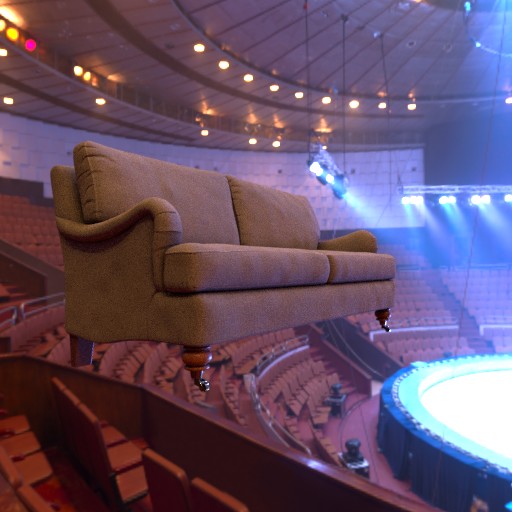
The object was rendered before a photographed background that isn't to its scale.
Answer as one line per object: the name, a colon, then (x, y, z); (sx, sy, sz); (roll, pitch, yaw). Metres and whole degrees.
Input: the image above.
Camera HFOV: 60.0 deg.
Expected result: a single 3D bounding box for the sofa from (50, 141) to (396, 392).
sofa: (0.000, 0.000, 2.775); (1.069, 1.096, 2.193); (-1, -2, 37)
